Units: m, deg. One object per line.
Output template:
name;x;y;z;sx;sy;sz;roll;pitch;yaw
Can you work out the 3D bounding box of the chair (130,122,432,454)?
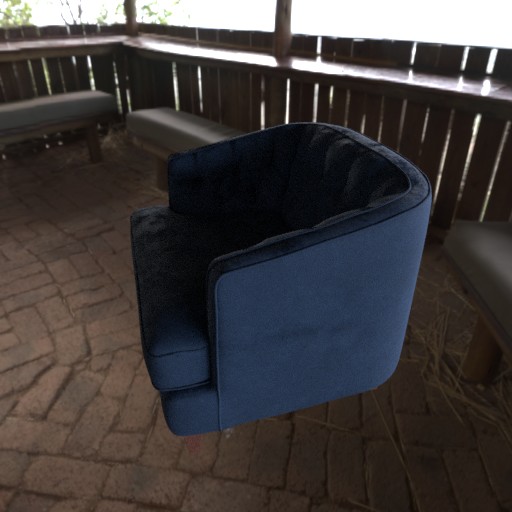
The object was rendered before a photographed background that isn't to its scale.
chair;0.000;0.000;1.745;0.940;0.852;1.094;-8;31;-14
